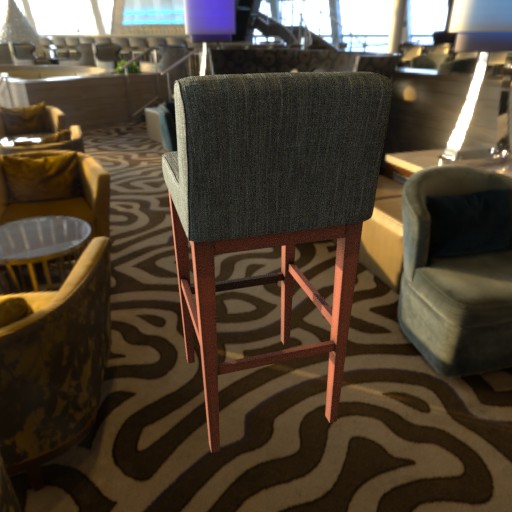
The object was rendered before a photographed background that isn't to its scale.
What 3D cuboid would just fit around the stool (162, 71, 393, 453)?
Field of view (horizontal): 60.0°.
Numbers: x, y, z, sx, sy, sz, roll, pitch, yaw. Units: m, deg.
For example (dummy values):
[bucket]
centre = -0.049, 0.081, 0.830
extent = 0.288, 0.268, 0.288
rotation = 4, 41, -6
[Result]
[stool]
centre = 0.000, 0.000, 1.225
extent = 0.426, 0.965, 0.499
rotation = -8, 27, -15
